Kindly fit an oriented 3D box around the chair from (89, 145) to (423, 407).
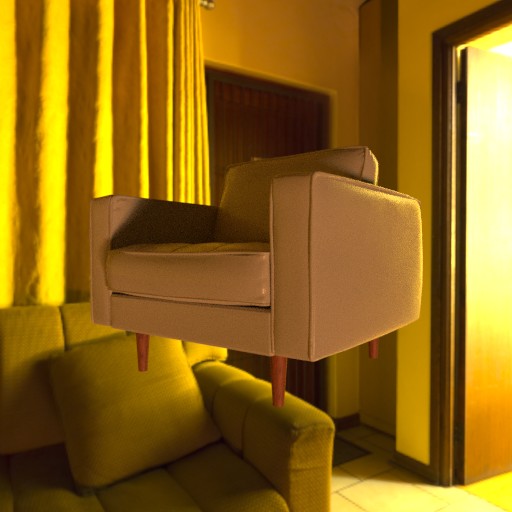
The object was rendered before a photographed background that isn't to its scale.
[{"bbox_3d":[0.000,0.000,1.543,0.928,0.773,0.843,1,1,37],"label":"chair"}]
